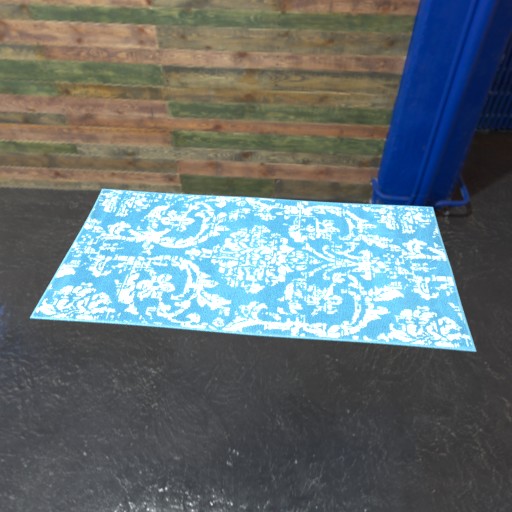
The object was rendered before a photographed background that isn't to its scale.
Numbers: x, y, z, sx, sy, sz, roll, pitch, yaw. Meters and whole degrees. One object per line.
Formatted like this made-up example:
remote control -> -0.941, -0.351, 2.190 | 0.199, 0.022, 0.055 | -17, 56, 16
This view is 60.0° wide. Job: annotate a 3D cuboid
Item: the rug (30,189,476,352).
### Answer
rug -> 0.000, 0.000, 1.414 | 1.219, 0.007, 0.604 | 4, 45, 4
